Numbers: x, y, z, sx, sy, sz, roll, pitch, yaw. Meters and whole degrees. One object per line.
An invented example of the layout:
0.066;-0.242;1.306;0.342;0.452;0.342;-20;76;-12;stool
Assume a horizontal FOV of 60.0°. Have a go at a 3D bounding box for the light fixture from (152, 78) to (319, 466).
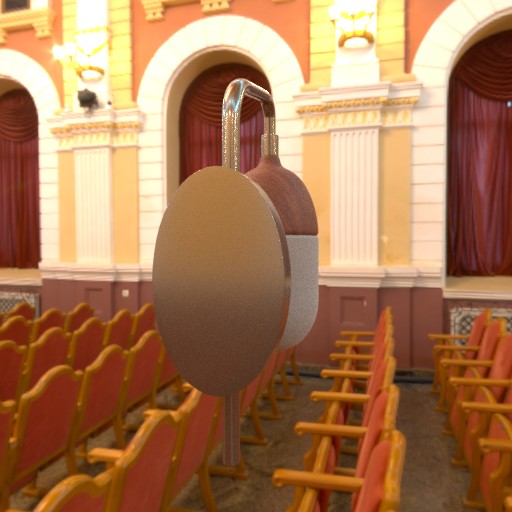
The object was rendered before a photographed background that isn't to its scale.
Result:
0.000;0.000;0.439;0.108;0.343;0.216;0;2;17;light fixture
